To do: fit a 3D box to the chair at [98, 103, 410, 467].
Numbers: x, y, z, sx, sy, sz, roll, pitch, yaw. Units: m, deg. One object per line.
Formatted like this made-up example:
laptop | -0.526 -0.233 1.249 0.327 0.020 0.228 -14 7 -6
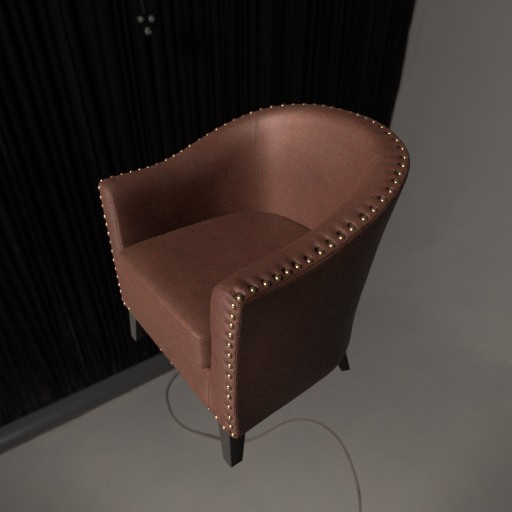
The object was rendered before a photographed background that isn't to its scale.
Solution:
chair | 0.000 0.000 1.436 0.748 0.823 0.794 -22 38 -31
